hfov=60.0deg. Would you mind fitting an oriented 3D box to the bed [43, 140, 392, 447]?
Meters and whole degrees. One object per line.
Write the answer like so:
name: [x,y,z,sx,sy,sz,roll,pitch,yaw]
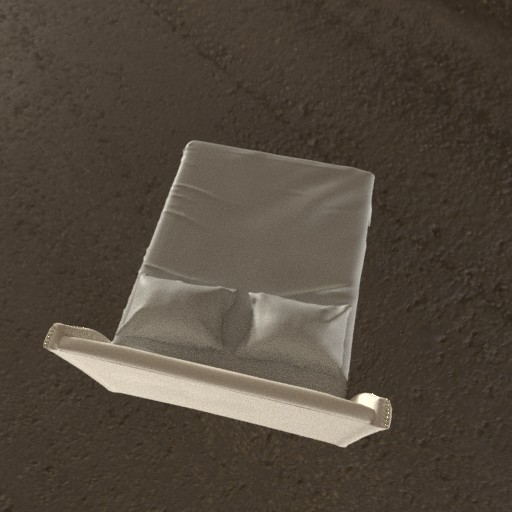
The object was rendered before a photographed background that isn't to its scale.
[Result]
bed: [0.000,0.000,3.400,1.925,1.332,2.276,12,64,6]
